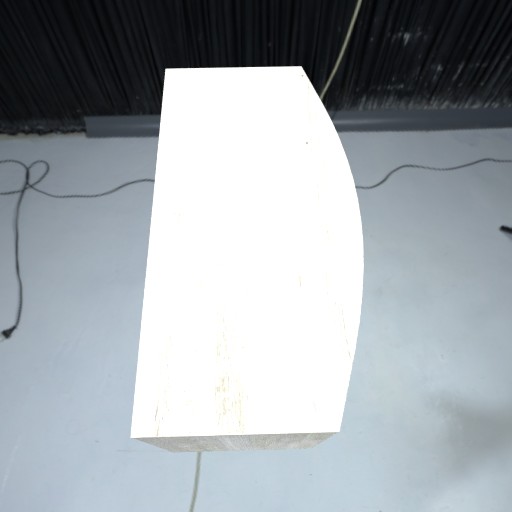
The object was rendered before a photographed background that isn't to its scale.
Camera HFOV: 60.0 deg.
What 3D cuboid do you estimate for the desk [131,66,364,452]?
[{"bbox_3d":[0.000,0.000,2.047,0.802,0.752,1.600,-1,63,-1],"label":"desk"}]
